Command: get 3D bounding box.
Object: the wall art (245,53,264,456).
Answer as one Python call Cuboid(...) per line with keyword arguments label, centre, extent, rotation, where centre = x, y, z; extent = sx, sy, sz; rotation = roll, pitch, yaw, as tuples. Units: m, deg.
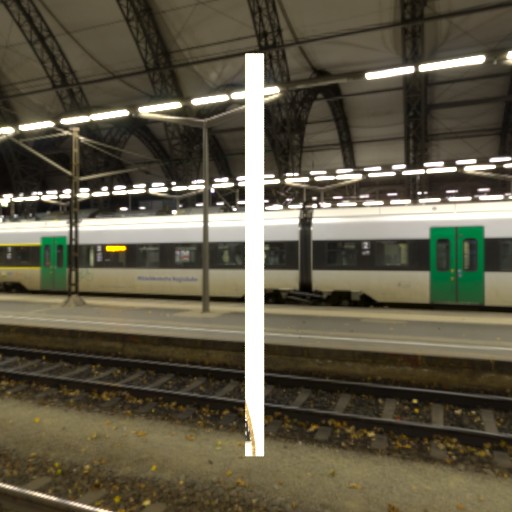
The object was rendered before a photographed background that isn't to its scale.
Cuboid(label="wall art", centre=(0.000, 0.000, 1.415), extent=(0.038, 0.767, 1.144), rotation=(0, 0, 0))
